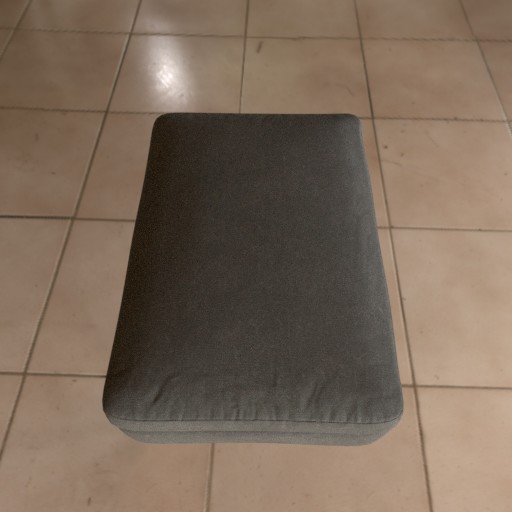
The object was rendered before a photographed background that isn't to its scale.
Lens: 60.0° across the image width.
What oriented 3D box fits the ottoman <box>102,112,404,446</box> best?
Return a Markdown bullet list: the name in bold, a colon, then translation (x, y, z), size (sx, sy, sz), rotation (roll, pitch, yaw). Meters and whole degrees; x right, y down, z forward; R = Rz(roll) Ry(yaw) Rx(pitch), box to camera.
- **ottoman**: translation (0.000, 0.000, 1.572), size (0.840, 0.429, 1.199), rotation (1, 59, 0)
